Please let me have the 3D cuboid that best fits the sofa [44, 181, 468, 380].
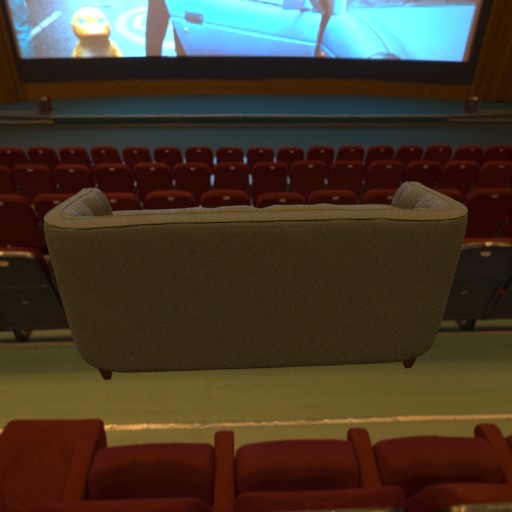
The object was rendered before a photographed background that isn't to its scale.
[{"bbox_3d":[0.000,0.000,2.181,1.733,0.855,0.941,-2,31,-3],"label":"sofa"}]
